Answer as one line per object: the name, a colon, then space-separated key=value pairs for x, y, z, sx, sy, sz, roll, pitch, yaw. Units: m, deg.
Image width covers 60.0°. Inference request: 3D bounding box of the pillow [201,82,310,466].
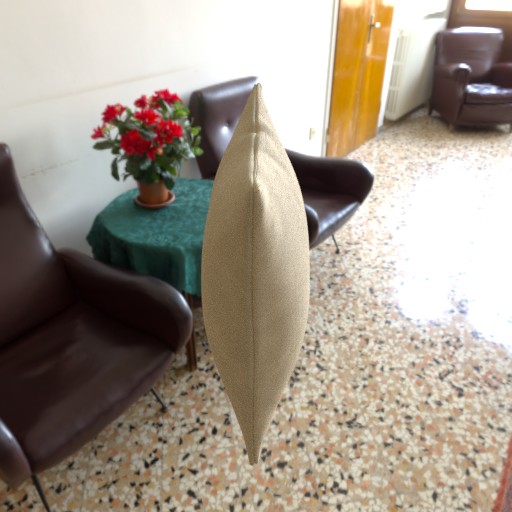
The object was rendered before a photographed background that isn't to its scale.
pillow: x=0.000 y=0.000 z=0.678 sx=0.162 sy=0.420 sz=0.437 roll=0 pitch=33 yaw=0
